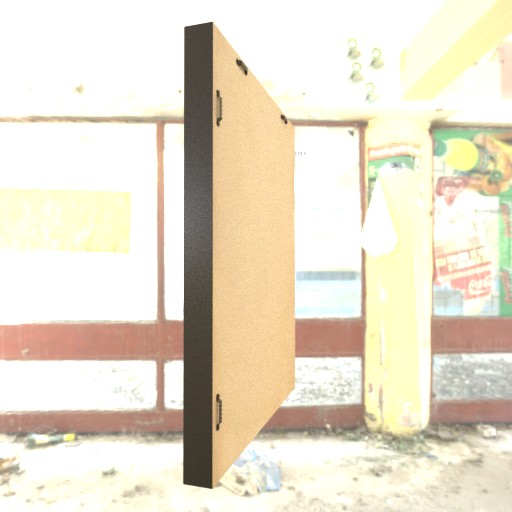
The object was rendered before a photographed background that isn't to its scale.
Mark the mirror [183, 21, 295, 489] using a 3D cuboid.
[{"bbox_3d":[0.000,0.000,0.679,0.041,0.509,0.406,0,-1,18],"label":"mirror"}]
